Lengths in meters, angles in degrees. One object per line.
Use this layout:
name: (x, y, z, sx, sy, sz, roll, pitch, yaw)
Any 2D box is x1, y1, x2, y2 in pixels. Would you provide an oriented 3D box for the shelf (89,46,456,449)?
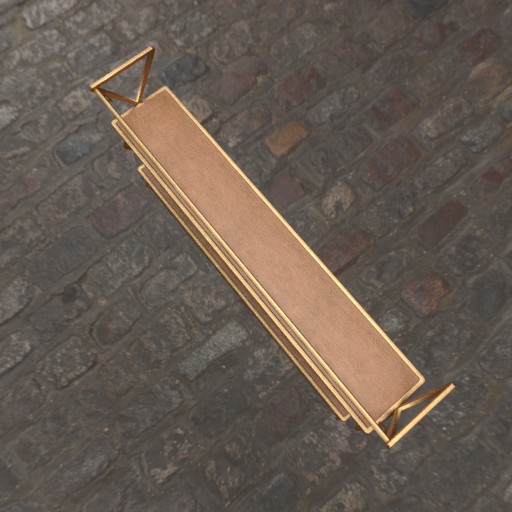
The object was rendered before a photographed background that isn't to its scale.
shelf: (0.000, 0.000, 0.984, 0.150, 0.450, 0.822, -38, 78, -9)
